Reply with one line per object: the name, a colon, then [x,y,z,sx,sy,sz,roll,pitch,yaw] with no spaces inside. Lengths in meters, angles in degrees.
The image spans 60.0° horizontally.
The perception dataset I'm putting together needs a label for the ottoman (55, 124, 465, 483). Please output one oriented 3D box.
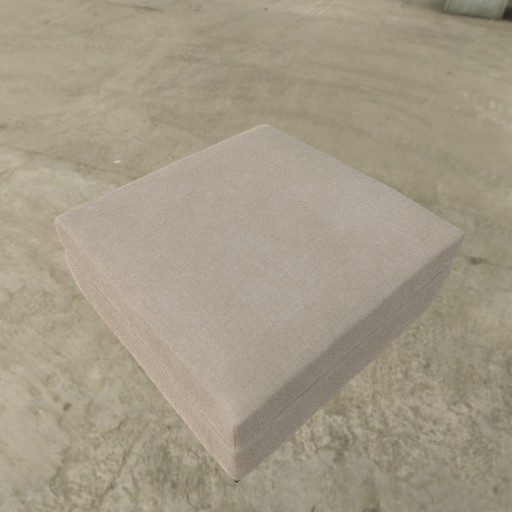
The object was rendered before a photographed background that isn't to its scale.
ottoman: [0.000,0.000,1.822,1.203,0.517,1.171,-32,53,-28]
